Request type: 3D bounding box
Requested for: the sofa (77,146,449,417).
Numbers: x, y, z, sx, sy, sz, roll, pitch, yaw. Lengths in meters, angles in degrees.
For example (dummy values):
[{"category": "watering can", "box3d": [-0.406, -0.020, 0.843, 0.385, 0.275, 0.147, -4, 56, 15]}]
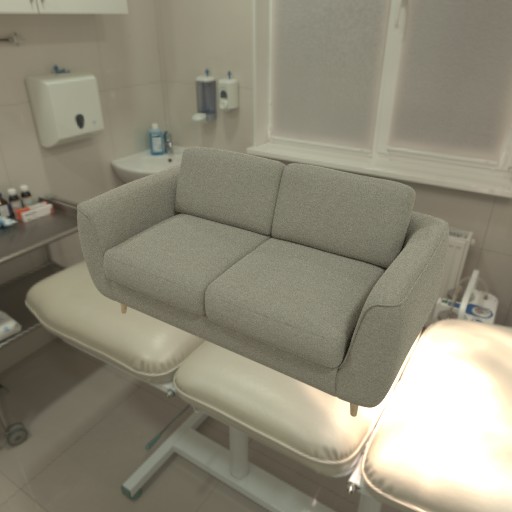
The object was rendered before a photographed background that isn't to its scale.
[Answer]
[{"category": "sofa", "box3d": [0.000, 0.000, 2.246, 1.700, 0.850, 0.920, 17, 33, 28]}]
